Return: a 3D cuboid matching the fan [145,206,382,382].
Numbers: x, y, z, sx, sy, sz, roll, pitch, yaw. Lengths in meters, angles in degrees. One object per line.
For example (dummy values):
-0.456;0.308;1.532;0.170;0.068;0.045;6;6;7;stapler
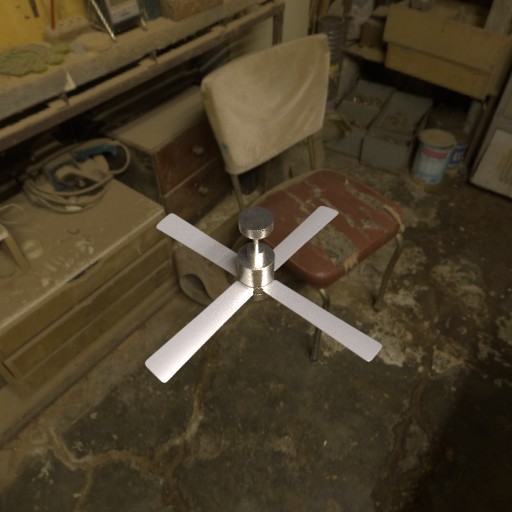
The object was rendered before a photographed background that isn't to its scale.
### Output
0.000;0.000;2.358;1.525;0.539;1.525;32;55;26;fan
